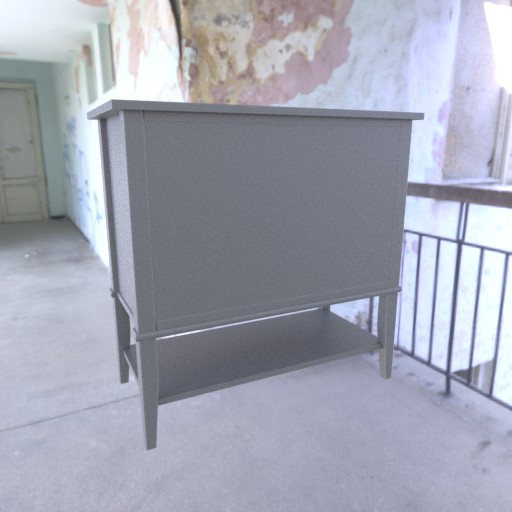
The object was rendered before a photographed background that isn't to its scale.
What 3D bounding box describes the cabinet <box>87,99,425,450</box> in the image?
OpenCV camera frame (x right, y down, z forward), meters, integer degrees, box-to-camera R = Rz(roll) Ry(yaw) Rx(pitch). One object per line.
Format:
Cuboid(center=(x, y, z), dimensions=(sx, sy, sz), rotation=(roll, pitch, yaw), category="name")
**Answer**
Cuboid(center=(0.000, 0.000, 1.265), dimensions=(0.801, 0.780, 0.396), rotation=(-7, 16, -26), category="cabinet")
